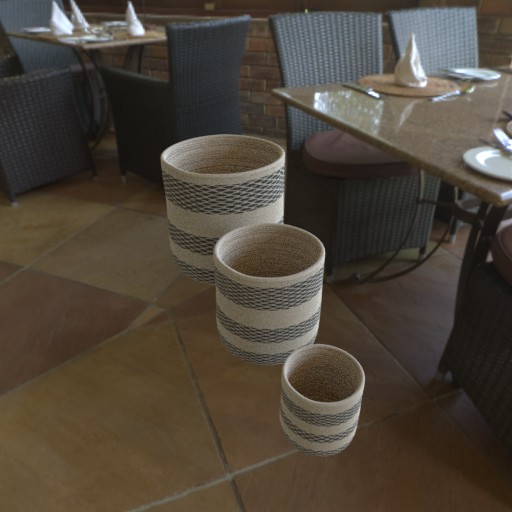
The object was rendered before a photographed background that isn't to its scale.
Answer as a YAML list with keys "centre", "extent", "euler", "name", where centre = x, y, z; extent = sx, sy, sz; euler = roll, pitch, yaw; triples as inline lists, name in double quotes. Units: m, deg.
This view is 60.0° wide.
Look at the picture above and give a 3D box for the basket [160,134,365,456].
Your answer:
- centre: [0.000, 0.000, 1.107]
  extent: [0.351, 0.356, 0.917]
  euler: [-10, 33, -16]
  name: "basket"
